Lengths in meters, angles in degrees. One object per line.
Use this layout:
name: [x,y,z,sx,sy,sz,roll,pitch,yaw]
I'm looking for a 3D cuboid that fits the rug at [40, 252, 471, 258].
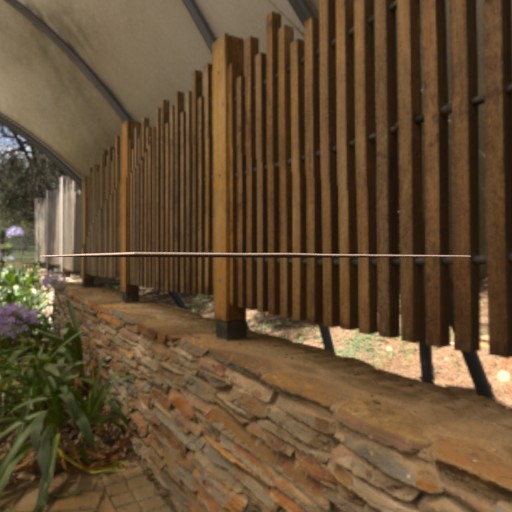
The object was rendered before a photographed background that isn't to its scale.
rug: [0.000,0.000,4.262,3.357,0.019,2.449,0,-1,-36]
